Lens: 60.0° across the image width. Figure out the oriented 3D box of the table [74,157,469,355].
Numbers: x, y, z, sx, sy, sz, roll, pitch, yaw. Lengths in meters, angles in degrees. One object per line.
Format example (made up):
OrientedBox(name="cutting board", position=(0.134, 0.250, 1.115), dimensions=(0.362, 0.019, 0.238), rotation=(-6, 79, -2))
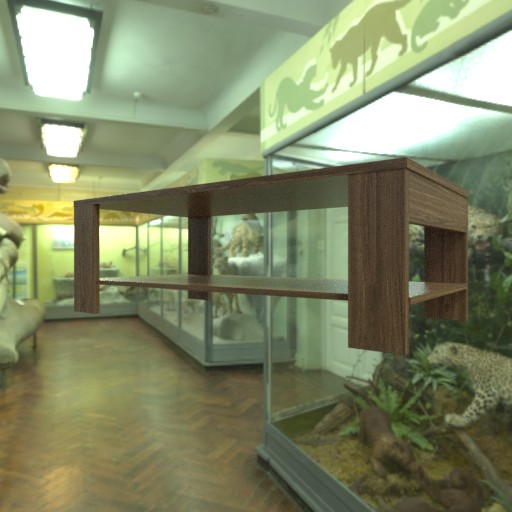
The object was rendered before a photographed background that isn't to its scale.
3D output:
OrientedBox(name="table", position=(0.000, 0.000, 1.490), dimensions=(1.200, 0.400, 0.600), rotation=(0, 0, 36))
